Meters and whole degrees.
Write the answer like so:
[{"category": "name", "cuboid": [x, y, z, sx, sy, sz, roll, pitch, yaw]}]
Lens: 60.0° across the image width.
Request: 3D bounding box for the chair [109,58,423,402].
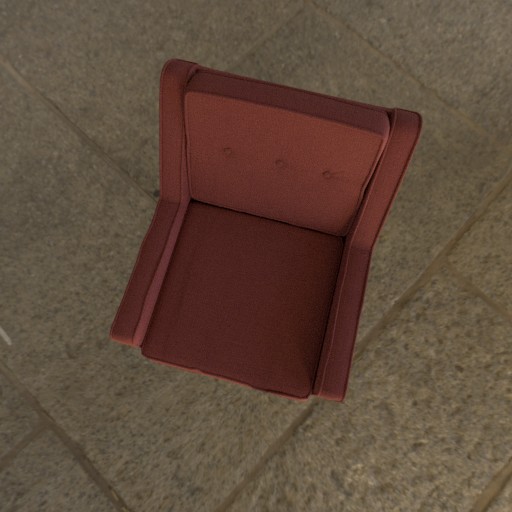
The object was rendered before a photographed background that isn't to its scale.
[{"category": "chair", "cuboid": [0.000, 0.000, 1.370, 0.680, 0.812, 0.770, 14, 75, 4]}]
